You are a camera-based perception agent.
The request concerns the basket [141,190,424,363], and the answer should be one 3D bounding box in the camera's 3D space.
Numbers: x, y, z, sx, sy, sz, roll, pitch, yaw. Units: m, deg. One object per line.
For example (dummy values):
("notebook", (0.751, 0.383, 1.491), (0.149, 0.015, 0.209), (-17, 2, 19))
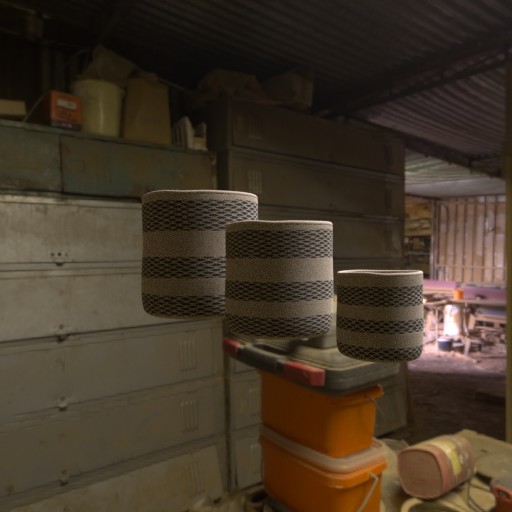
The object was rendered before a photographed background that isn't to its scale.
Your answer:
("basket", (0.000, 0.000, 1.118), (0.351, 0.356, 0.917), (0, 1, -36))
